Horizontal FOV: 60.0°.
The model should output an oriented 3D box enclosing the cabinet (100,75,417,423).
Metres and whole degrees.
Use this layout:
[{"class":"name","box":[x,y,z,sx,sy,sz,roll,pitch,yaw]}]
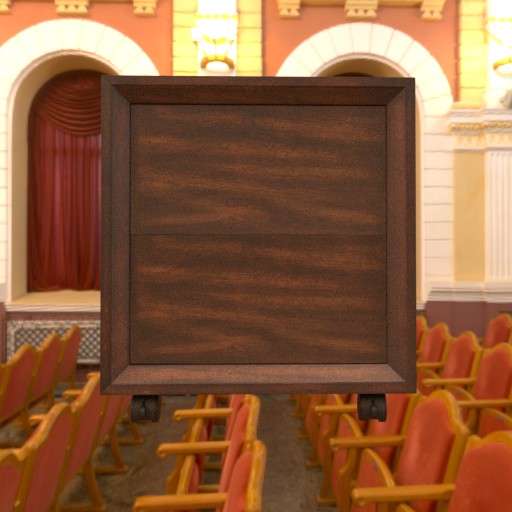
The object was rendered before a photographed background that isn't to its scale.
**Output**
[{"class":"cabinet","box":[0.000,0.000,0.814,0.402,0.455,0.500,0,-1,-1]}]
